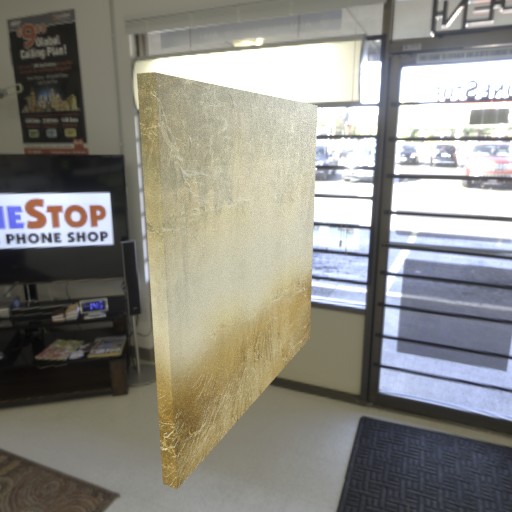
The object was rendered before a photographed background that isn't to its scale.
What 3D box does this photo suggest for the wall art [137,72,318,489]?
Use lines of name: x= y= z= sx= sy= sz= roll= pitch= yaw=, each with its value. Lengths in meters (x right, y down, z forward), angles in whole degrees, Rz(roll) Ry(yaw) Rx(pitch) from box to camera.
wall art: x=0.000 y=0.000 z=1.587 sx=0.051 sy=1.091 sz=1.092 roll=7 pitch=16 yaw=26
